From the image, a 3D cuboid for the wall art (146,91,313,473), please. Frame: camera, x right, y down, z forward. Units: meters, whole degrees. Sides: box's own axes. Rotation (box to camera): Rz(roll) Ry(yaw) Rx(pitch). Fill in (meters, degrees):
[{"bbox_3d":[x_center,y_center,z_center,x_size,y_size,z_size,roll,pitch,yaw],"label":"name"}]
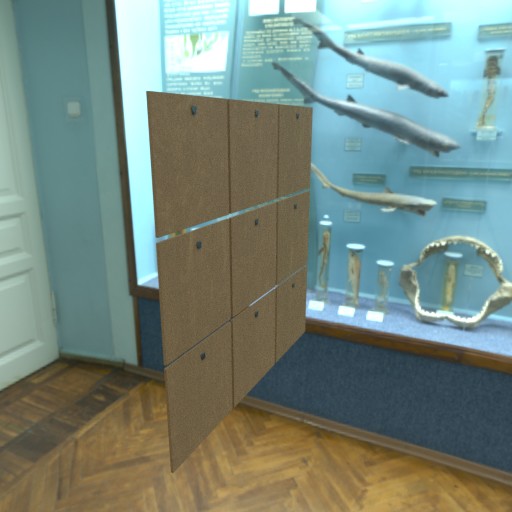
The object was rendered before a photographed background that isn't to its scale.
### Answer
[{"bbox_3d":[0.000,0.000,2.313,0.023,1.522,1.526,8,18,26],"label":"wall art"}]
